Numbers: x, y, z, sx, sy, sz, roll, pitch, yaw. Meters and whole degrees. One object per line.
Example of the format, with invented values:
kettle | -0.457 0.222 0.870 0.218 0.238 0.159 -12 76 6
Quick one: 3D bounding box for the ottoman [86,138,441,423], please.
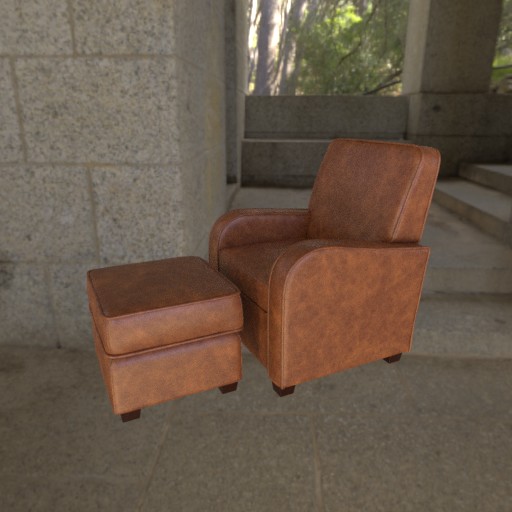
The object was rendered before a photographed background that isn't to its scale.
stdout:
ottoman | 0.000 0.000 1.839 1.314 0.904 0.732 -9 20 -25
